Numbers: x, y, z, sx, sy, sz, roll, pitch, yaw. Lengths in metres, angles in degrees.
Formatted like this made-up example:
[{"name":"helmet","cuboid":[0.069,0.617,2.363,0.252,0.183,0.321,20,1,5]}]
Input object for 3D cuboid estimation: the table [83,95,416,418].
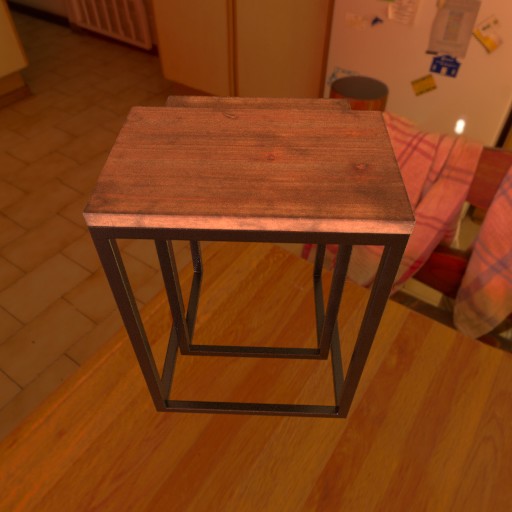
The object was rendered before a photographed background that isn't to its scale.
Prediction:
[{"name":"table","cuboid":[0.000,0.000,0.963,0.456,0.615,0.460,3,47,3]}]
